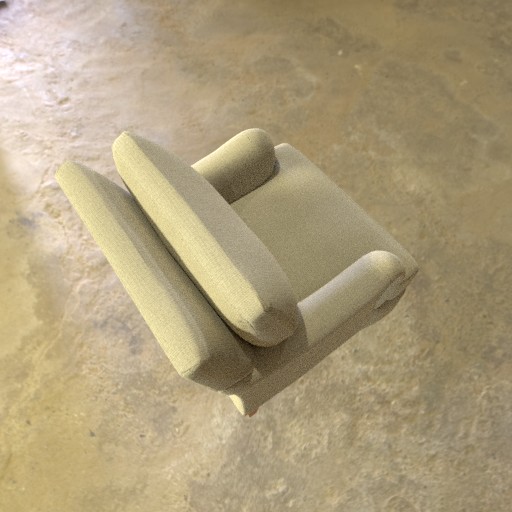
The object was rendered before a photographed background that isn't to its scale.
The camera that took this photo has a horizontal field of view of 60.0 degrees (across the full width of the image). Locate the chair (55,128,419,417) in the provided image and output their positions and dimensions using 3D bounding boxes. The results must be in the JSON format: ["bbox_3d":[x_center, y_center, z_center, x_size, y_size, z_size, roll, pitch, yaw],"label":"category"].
[{"bbox_3d":[0.000,0.000,1.849,1.070,1.038,0.955,-31,62,-18],"label":"chair"}]
